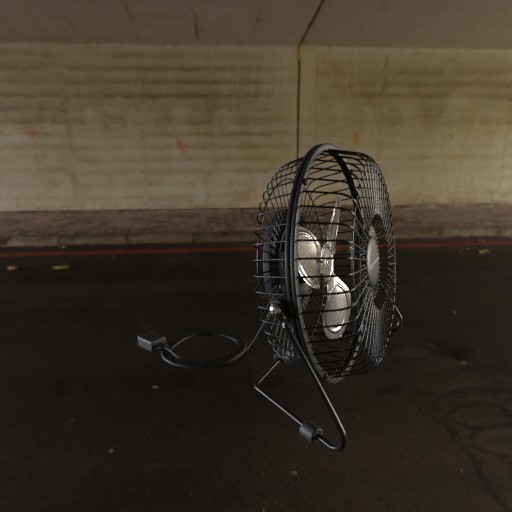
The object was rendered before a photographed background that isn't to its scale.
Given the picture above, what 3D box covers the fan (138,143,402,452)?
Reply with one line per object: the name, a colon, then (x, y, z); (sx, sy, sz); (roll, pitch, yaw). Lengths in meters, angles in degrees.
fan: (0.000, 0.000, 0.381); (0.227, 0.188, 0.209); (7, 16, 26)
